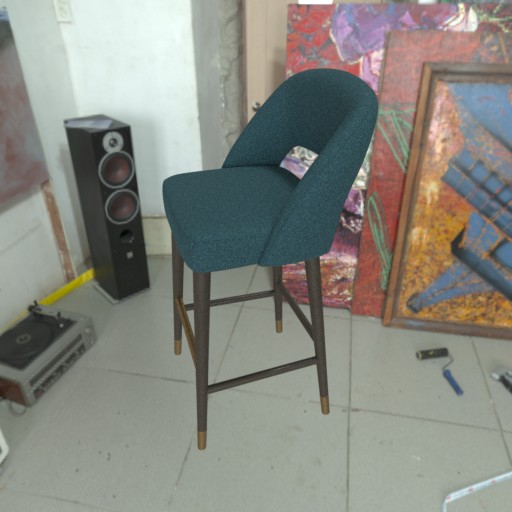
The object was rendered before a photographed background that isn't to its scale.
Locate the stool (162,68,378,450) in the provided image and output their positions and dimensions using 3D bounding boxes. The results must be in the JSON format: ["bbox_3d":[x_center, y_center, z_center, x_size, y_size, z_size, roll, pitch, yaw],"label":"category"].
[{"bbox_3d":[0.000,0.000,1.351,0.522,1.032,0.536,-10,32,-16],"label":"stool"}]
